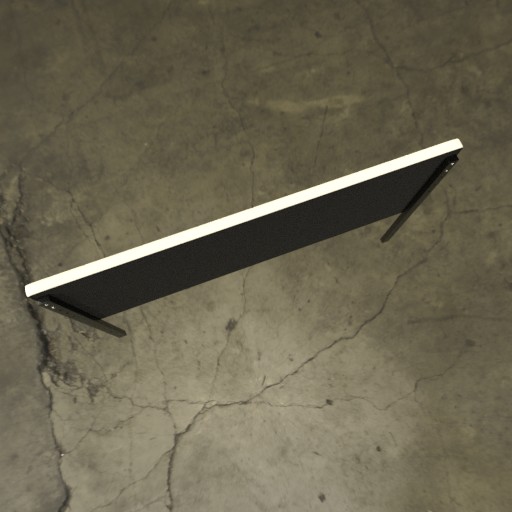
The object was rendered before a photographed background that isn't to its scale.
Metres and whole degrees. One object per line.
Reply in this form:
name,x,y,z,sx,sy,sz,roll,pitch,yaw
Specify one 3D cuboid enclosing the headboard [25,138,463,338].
headboard,0.000,0.000,2.911,2.362,1.410,0.120,-19,74,-6
